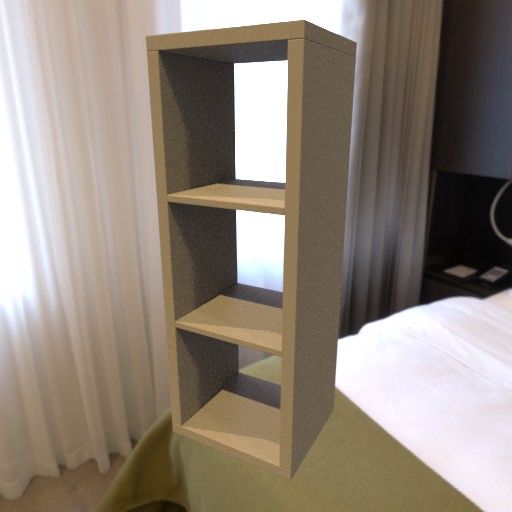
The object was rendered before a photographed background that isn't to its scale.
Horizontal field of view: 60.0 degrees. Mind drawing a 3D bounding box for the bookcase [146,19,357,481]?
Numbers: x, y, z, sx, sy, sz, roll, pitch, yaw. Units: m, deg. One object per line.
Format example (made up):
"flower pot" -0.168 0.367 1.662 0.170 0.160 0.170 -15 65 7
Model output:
"bookcase" 0.000 0.000 1.217 0.390 1.080 0.330 10 20 27
